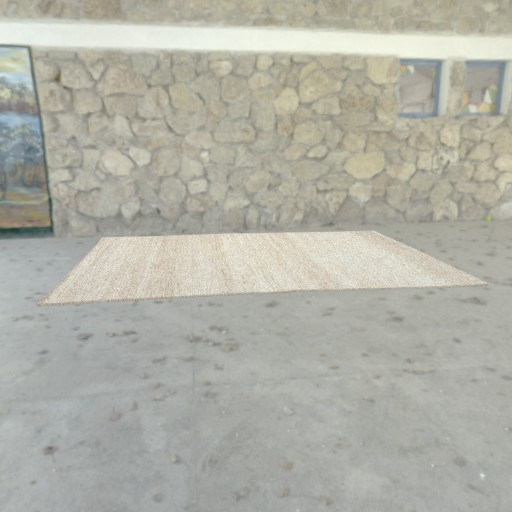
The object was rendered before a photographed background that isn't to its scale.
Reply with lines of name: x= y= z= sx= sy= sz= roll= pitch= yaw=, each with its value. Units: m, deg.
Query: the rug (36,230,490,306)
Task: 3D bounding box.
rug: x=0.000 y=0.000 z=2.945 sx=2.283 sy=0.030 sz=1.596 roll=-2 pitch=14 yaw=-7
